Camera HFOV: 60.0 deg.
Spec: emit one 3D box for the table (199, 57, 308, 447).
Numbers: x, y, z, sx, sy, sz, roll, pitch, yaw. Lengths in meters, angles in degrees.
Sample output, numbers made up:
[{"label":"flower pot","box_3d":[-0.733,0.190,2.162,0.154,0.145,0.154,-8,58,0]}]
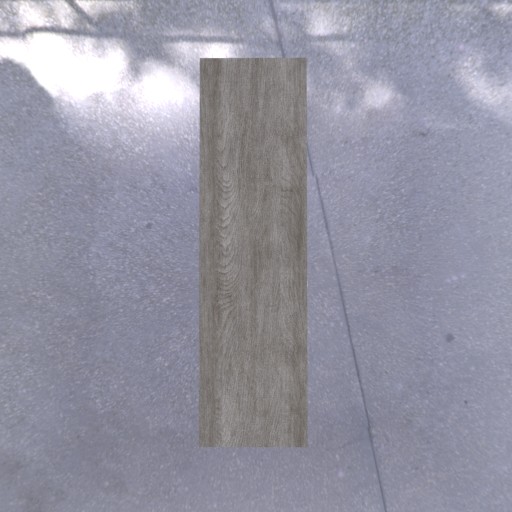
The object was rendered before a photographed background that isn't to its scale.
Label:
[{"label":"table","box_3d":[0.000,0.000,1.594,0.256,1.135,0.902,0,89,0]}]
